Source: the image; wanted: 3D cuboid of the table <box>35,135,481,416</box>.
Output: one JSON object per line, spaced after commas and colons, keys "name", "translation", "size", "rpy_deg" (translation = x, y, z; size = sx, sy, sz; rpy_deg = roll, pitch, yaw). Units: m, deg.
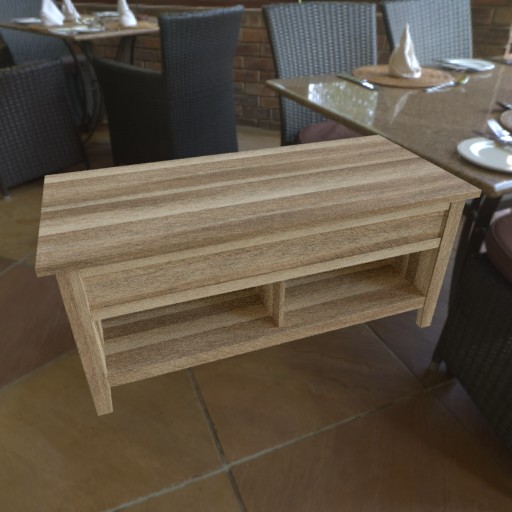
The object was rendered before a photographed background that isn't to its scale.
{"name": "table", "translation": [0.000, 0.000, 1.346], "size": [1.095, 0.480, 0.493], "rpy_deg": [-11, 35, -16]}
